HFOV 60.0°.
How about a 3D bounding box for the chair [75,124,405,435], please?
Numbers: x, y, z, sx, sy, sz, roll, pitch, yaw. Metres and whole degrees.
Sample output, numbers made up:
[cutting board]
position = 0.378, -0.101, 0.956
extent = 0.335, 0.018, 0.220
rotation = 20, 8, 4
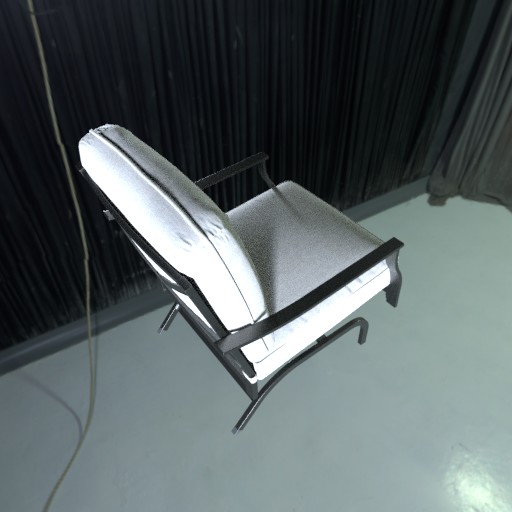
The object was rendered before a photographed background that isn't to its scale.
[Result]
[chair]
position = 0.000, 0.000, 1.397
extent = 0.787, 0.860, 0.650
rotation = -27, 49, -27
